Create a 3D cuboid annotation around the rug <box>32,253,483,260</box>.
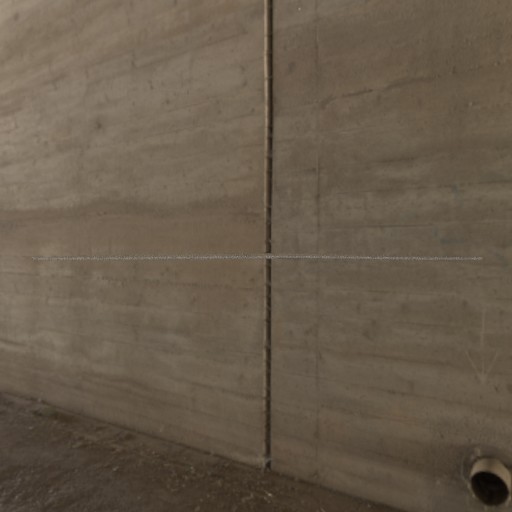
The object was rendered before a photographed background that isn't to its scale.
[{"bbox_3d":[0.000,0.000,2.310,1.773,0.021,1.149,0,1,-2],"label":"rug"}]
